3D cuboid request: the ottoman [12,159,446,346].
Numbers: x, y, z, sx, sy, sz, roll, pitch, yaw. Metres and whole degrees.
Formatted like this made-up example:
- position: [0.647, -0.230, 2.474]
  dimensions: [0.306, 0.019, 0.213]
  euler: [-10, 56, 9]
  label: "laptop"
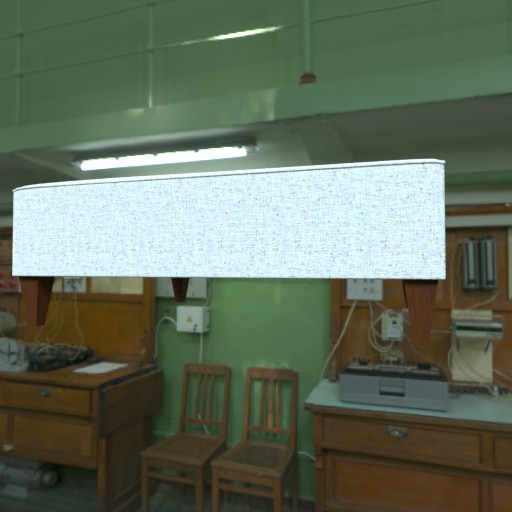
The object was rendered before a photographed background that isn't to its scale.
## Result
- position: [0.000, 0.000, 1.139]
  dimensions: [0.835, 0.303, 0.736]
  euler: [0, -1, 18]
  label: "ottoman"
